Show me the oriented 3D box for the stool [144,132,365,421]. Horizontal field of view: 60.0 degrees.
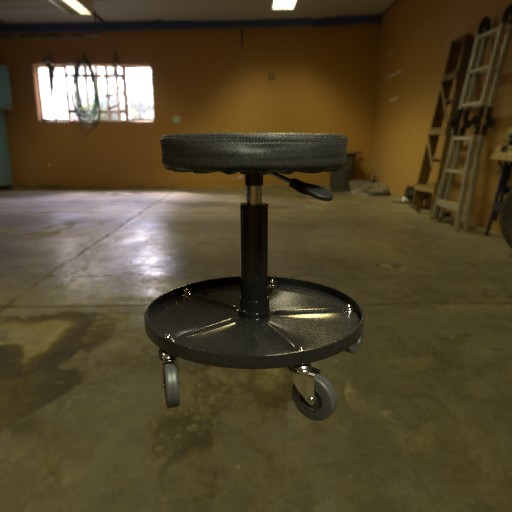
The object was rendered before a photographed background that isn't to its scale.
[{"bbox_3d":[0.000,0.000,0.691,0.382,0.365,0.381,13,19,42],"label":"stool"}]
